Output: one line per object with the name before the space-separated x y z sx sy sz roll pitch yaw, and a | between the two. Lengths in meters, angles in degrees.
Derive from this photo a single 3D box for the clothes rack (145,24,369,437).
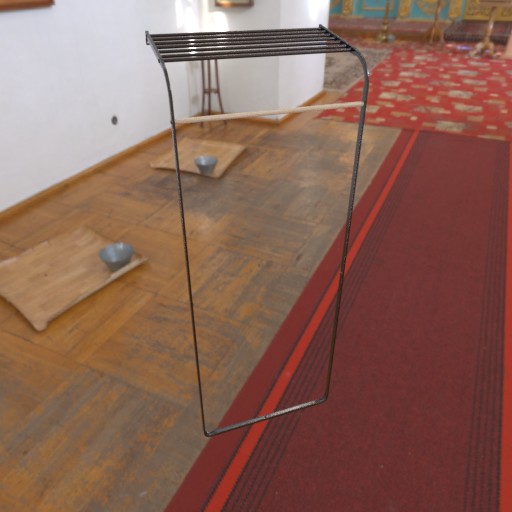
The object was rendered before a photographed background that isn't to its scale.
clothes rack | 0.000 0.000 1.743 0.609 1.574 0.349 -11 34 -16
